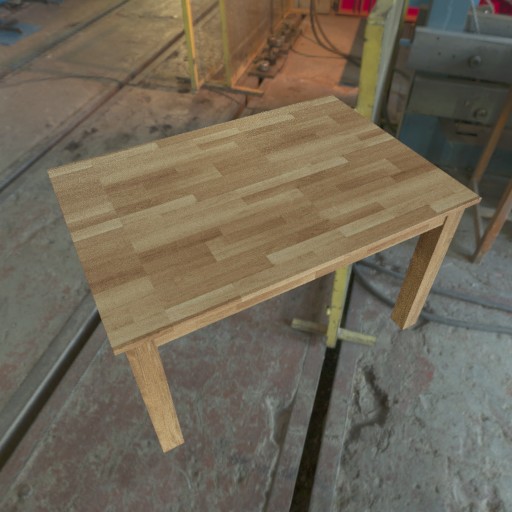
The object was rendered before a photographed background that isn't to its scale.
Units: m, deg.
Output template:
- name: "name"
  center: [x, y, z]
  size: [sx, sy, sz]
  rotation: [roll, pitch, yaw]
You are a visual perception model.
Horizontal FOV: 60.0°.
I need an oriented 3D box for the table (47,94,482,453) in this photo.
- name: "table"
  center: [0.000, 0.000, 1.869]
  size: [1.300, 0.750, 0.900]
  rotation: [-21, 49, -20]
